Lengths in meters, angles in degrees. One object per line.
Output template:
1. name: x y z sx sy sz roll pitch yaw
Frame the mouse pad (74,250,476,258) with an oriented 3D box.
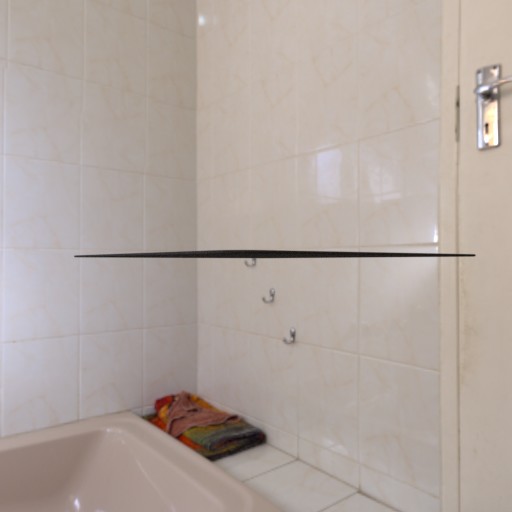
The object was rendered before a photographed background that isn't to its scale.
1. mouse pad: 0.000 0.000 0.434 0.269 0.002 0.315 1 -1 -37
